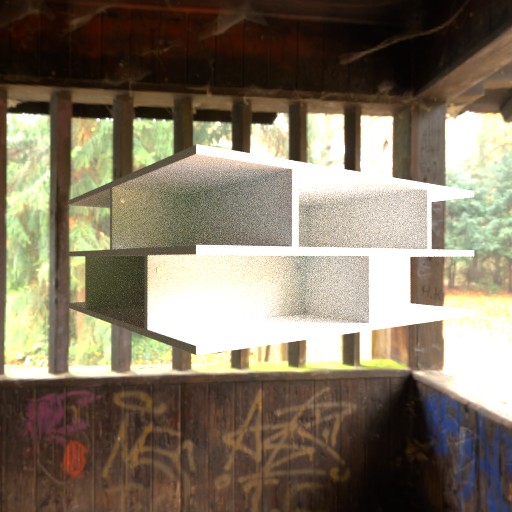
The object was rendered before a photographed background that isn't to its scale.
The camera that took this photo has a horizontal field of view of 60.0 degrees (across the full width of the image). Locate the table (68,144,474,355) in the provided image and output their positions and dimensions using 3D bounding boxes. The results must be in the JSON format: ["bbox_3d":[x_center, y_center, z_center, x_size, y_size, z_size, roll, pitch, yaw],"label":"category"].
[{"bbox_3d":[0.000,0.000,1.072,0.700,0.289,0.700,0,0,-36],"label":"table"}]
